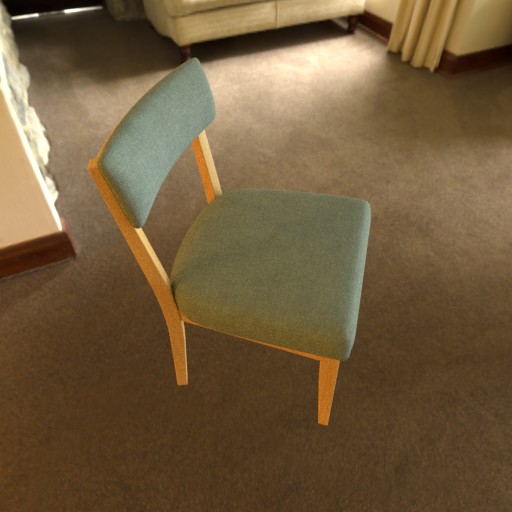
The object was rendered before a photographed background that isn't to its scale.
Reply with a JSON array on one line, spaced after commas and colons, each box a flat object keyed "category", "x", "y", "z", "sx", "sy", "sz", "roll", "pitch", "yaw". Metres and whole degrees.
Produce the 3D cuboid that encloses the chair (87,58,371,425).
[{"category": "chair", "x": 0.000, "y": 0.000, "z": 1.198, "sx": 0.572, "sy": 0.832, "sz": 0.508, "roll": 11, "pitch": 47, "yaw": 10}]
